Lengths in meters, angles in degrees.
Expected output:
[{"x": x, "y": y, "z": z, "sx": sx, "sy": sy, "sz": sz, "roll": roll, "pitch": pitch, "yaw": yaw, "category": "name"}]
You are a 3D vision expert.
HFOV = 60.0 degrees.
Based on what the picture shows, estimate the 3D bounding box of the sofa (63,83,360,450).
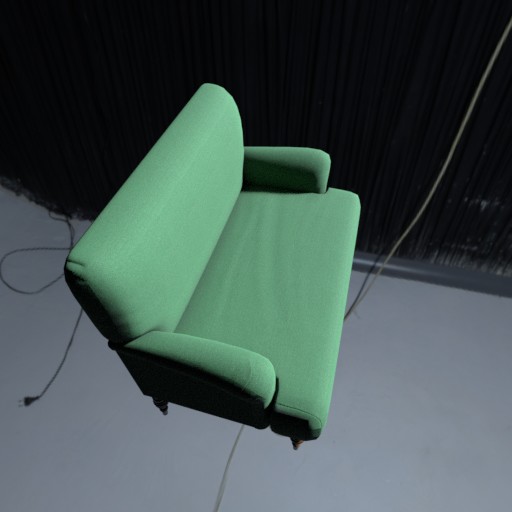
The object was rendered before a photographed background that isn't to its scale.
[{"x": 0.000, "y": 0.000, "z": 1.808, "sx": 0.779, "sy": 0.889, "sz": 1.297, "roll": 11, "pitch": 47, "yaw": 10, "category": "sofa"}]
